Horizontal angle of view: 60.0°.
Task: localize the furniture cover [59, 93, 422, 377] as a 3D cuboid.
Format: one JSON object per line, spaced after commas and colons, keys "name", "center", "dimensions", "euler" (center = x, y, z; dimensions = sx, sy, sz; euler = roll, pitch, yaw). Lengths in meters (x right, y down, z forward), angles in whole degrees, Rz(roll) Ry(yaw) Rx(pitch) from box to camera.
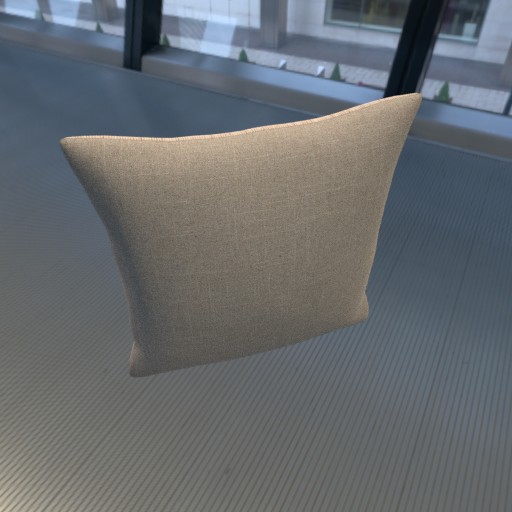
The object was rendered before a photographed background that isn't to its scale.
{"name": "furniture cover", "center": [0.000, 0.000, 0.757], "dimensions": [0.512, 0.506, 0.178], "euler": [-11, 42, -13]}
